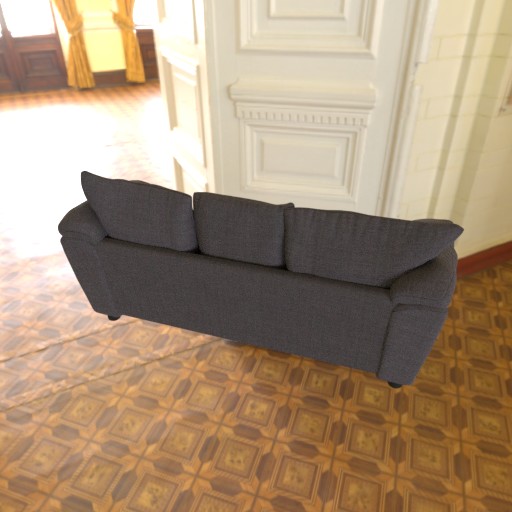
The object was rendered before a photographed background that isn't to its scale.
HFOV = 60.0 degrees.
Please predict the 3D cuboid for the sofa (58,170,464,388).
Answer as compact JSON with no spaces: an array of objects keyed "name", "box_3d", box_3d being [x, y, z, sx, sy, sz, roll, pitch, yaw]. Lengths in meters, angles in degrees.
[{"name":"sofa","box_3d":[0.000,0.000,2.833,2.336,1.080,0.883,10,34,15]}]
